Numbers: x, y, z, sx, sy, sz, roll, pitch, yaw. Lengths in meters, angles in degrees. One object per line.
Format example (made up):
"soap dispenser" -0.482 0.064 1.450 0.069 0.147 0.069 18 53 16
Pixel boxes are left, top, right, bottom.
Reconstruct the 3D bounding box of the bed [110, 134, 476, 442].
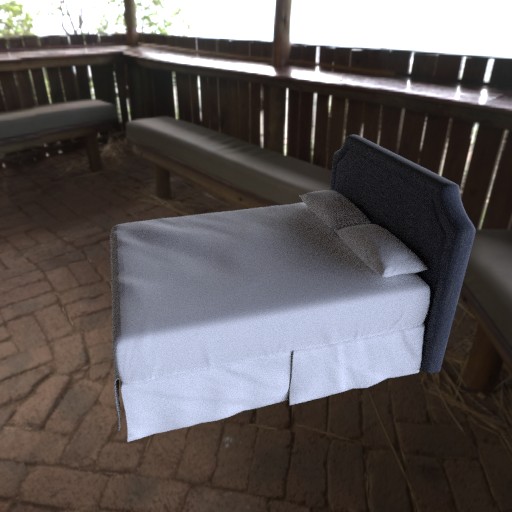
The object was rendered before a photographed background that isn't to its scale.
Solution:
"bed" 0.000 0.000 3.143 2.116 1.290 1.693 -8 30 -14
